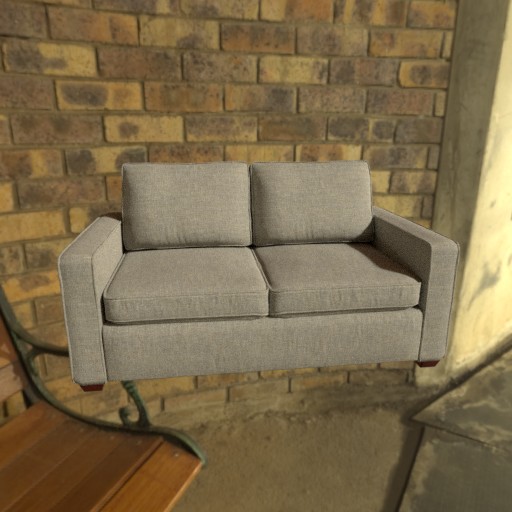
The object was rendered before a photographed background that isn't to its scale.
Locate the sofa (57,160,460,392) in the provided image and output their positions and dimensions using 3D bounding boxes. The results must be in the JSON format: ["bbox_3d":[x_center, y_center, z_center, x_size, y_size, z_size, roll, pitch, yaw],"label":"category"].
[{"bbox_3d":[0.000,0.000,2.283,1.706,0.915,0.945,-2,17,-7],"label":"sofa"}]
